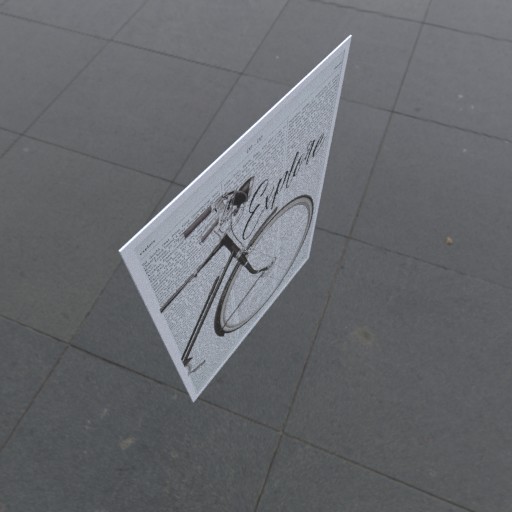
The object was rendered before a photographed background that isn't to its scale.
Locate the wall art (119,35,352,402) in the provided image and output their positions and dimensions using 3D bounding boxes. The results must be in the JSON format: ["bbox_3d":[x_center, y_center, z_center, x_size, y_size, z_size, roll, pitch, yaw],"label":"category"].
[{"bbox_3d":[0.000,0.000,0.798,0.003,0.610,0.457,32,64,18],"label":"wall art"}]
